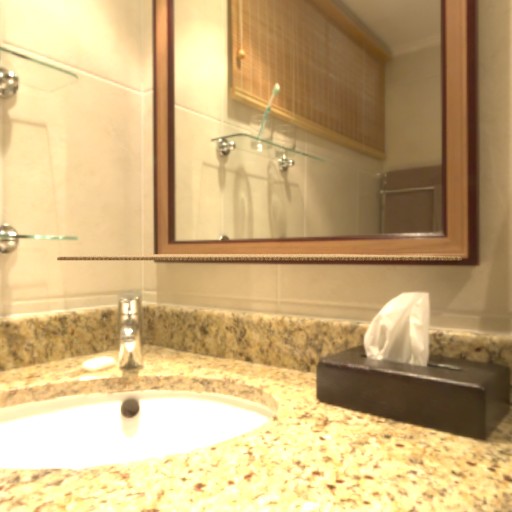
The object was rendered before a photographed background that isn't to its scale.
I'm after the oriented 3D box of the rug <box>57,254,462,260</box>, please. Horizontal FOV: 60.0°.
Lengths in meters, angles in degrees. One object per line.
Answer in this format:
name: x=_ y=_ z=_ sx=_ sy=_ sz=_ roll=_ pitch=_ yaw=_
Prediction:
rug: x=0.000 y=0.000 z=2.725 sx=1.509 sy=0.013 sz=2.144 roll=0 pitch=1 yaw=-1
